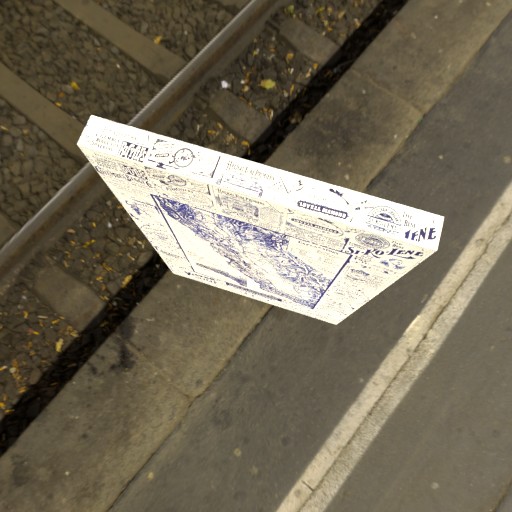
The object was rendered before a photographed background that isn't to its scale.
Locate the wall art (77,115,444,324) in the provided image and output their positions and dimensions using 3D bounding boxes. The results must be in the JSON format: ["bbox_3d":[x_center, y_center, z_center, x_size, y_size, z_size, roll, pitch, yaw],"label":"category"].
[{"bbox_3d":[0.000,0.000,0.482,0.255,0.376,0.025,17,75,5],"label":"wall art"}]
